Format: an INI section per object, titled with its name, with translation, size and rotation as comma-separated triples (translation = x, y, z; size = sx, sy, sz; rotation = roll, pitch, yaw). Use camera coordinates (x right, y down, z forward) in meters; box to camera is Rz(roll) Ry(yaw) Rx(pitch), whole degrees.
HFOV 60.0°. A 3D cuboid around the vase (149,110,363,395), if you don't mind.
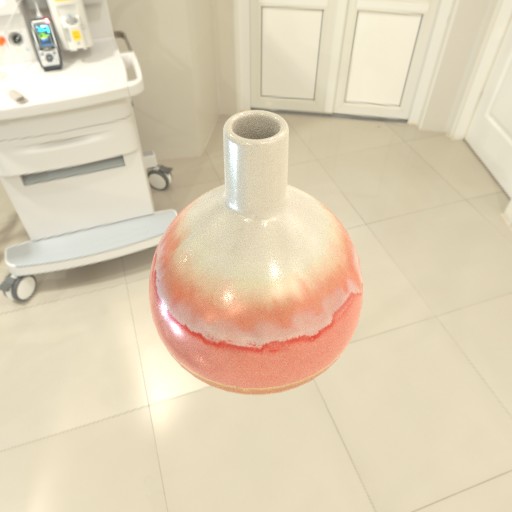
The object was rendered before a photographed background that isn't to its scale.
[vase]
translation = 0.000, 0.000, 0.268
size = 0.137, 0.176, 0.137
rotation = 0, 47, 0
